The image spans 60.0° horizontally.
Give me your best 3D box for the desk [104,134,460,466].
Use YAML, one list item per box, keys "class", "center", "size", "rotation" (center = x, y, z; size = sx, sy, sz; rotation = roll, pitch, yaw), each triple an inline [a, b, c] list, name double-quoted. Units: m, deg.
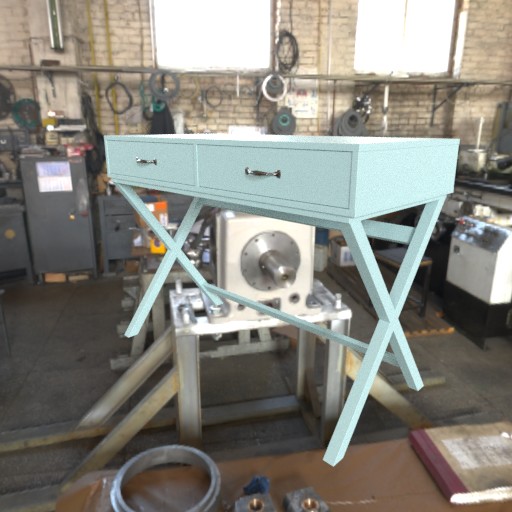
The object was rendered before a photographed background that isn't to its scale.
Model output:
- class: "desk"
  center: [0.000, 0.000, 1.505]
  size: [1.057, 0.780, 0.525]
  rotation: [16, 23, 43]
